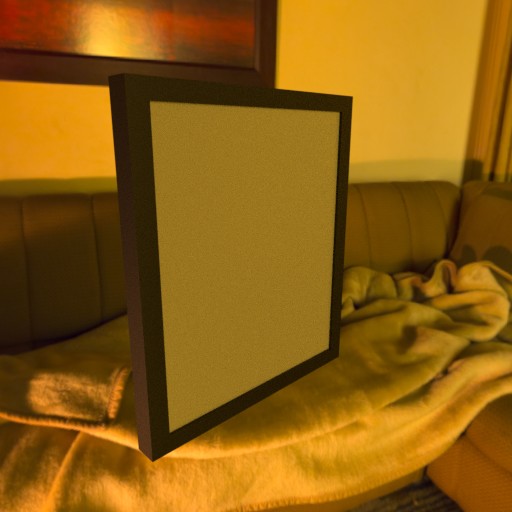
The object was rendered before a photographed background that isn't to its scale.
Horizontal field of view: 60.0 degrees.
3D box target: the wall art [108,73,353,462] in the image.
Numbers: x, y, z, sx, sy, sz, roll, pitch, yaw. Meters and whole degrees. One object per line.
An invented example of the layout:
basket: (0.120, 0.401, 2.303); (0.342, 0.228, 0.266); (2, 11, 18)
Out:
wall art: (0.000, 0.000, 0.536); (0.330, 0.381, 0.029); (-14, 21, -42)
